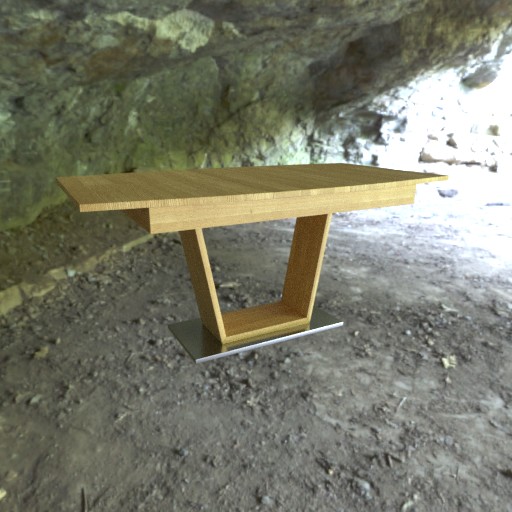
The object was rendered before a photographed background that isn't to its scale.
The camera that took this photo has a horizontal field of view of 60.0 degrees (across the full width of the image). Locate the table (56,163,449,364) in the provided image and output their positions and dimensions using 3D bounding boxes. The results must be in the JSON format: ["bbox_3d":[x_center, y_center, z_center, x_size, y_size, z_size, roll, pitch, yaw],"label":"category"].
[{"bbox_3d":[0.000,0.000,2.104,1.598,0.748,0.900,-9,19,-27],"label":"table"}]
